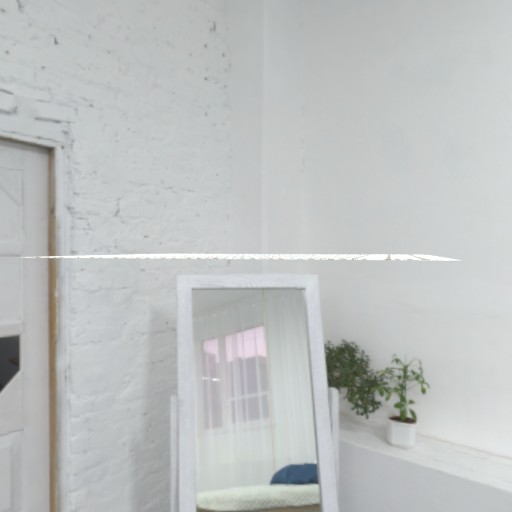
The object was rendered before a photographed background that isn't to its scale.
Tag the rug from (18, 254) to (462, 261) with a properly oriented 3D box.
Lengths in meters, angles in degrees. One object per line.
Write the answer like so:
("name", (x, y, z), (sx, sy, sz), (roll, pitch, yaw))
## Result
("rug", (0.000, 0.000, 4.138), (3.196, 0.007, 2.354), (0, 1, 17))
